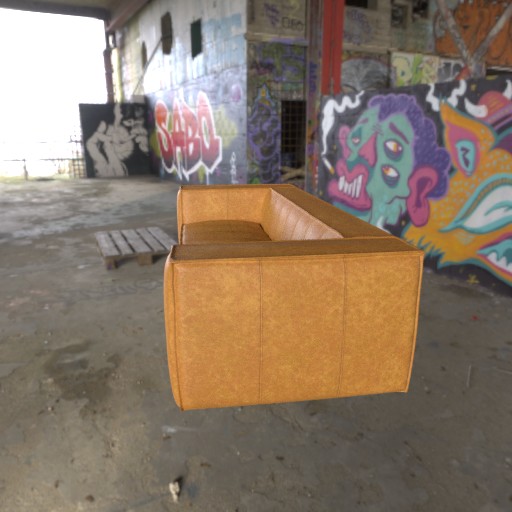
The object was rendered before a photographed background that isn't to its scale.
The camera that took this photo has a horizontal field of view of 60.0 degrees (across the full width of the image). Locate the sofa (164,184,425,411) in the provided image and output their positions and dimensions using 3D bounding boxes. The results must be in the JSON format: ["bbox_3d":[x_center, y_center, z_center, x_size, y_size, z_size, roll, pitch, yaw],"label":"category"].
[{"bbox_3d":[0.000,0.000,3.021,1.102,0.701,2.581,-2,16,-8],"label":"sofa"}]
